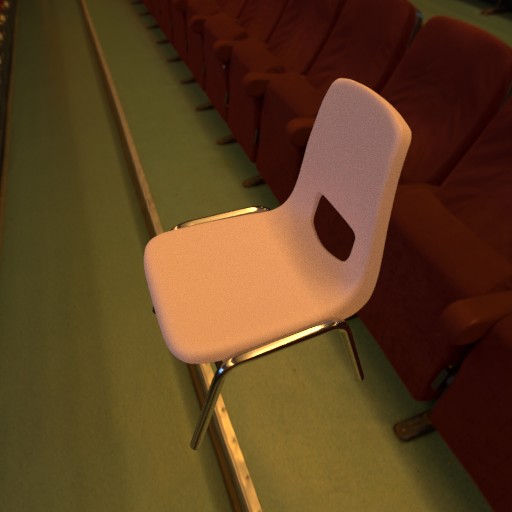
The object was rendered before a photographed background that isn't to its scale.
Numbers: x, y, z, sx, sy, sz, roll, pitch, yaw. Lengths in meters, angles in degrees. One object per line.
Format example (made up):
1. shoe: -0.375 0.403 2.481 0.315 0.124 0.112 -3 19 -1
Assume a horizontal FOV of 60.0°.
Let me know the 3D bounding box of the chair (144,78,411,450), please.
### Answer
1. chair: 0.000 0.000 0.784 0.385 0.537 0.354 -15 46 -15
